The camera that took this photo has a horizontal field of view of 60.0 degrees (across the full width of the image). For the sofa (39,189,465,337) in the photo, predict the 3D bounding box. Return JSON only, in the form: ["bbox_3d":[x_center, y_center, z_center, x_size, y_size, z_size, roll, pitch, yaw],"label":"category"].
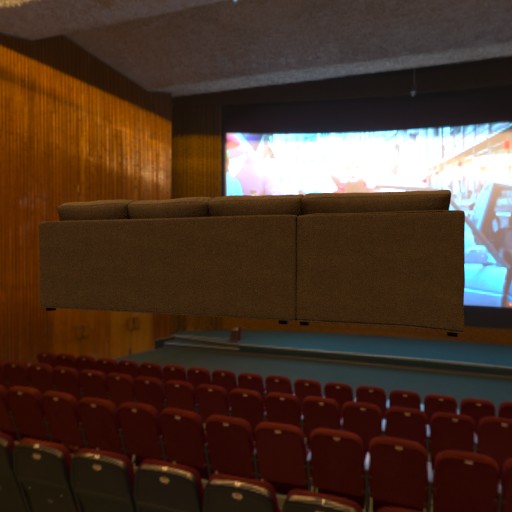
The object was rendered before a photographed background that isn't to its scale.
[{"bbox_3d":[0.000,0.000,3.863,3.205,0.922,1.650,0,1,19],"label":"sofa"}]
